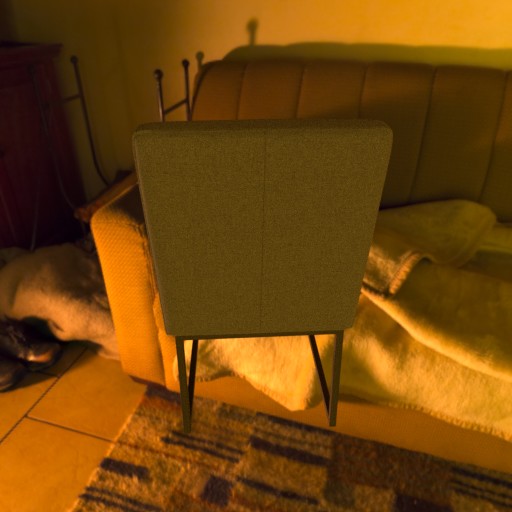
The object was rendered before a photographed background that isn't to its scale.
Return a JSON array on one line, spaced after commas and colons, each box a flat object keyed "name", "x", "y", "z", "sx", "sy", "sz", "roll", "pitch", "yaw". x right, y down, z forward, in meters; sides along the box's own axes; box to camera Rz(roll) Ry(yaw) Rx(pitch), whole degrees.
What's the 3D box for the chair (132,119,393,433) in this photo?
[{"name": "chair", "x": 0.000, "y": 0.000, "z": 1.333, "sx": 0.520, "sy": 0.930, "sz": 0.634, "roll": -2, "pitch": 31, "yaw": -3}]
